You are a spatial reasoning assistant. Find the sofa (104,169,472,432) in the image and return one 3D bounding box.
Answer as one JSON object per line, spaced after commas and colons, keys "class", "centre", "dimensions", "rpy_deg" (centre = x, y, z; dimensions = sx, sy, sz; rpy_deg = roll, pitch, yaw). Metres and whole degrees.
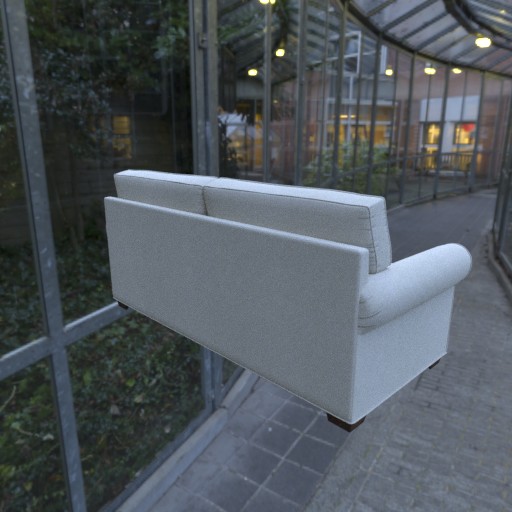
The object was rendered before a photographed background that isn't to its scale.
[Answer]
{"class": "sofa", "centre": [0.000, 0.000, 2.635], "dimensions": [0.901, 0.962, 2.146], "rpy_deg": [-14, 21, -42]}
